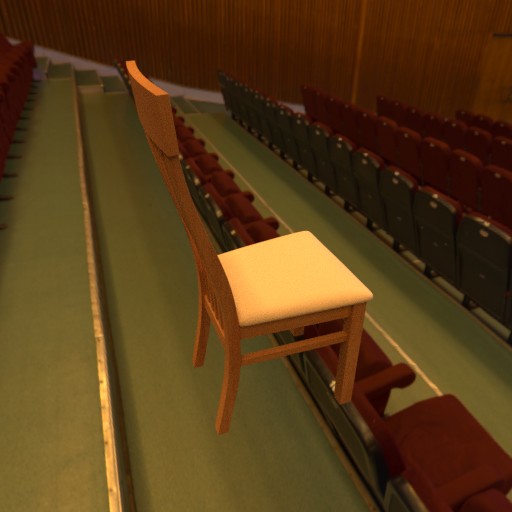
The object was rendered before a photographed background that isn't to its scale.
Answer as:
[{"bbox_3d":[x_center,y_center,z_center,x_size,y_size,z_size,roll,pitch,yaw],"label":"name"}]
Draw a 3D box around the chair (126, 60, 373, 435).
[{"bbox_3d":[0.000,0.000,1.329,0.580,1.050,0.450,-11,33,-18],"label":"chair"}]
